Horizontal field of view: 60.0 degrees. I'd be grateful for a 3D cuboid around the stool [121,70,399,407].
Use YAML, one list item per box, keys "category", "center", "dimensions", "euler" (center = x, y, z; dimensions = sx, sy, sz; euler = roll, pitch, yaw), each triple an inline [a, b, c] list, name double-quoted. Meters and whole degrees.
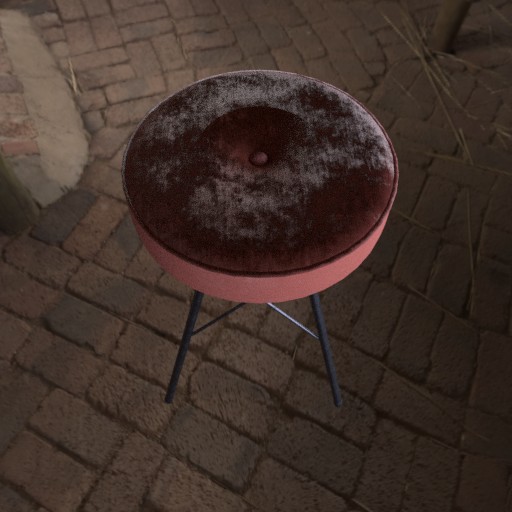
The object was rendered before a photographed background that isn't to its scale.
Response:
- category: "stool"
  center: [0.000, 0.000, 0.898]
  dimensions: [0.421, 0.593, 0.457]
  euler: [1, 59, 1]
